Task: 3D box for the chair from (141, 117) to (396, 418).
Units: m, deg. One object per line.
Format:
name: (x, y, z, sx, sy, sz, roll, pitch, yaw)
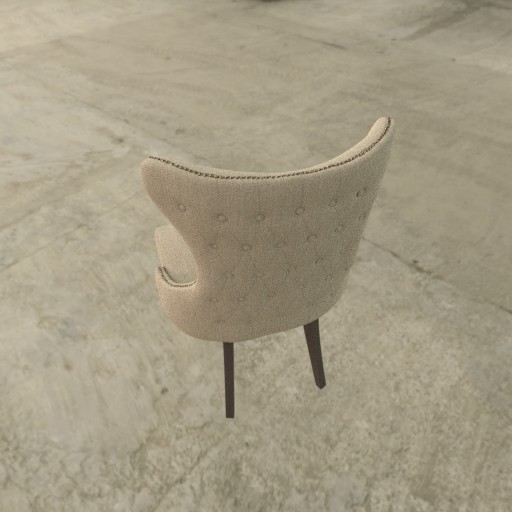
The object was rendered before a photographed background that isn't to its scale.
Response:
chair: (0.000, 0.000, 1.392, 0.628, 0.967, 0.635, -13, 43, -15)
